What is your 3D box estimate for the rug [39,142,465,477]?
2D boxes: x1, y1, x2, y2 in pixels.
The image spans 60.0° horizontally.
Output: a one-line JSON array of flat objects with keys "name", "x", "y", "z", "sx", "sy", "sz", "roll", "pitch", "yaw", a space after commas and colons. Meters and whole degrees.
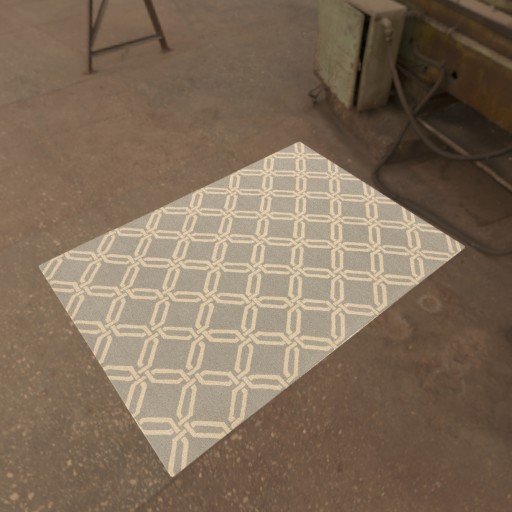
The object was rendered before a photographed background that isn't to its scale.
[{"name": "rug", "x": 0.000, "y": 0.000, "z": 2.702, "sx": 2.133, "sy": 0.013, "sz": 1.522, "roll": -31, "pitch": 54, "yaw": -26}]
